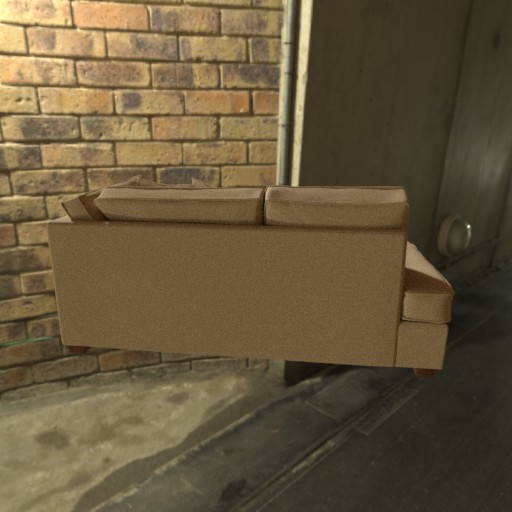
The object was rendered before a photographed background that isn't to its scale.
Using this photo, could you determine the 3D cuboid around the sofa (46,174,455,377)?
[{"bbox_3d":[0.000,0.000,2.923,2.237,1.033,1.110,2,17,7],"label":"sofa"}]
